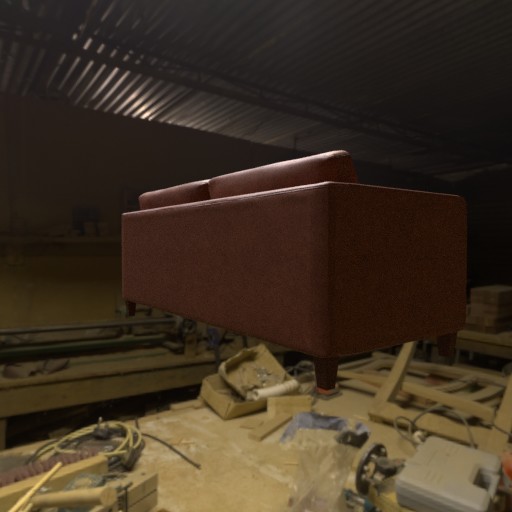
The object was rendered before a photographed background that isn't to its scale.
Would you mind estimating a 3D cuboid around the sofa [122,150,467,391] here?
[{"bbox_3d":[0.000,0.000,2.720,0.950,0.932,2.204,-1,2,-36],"label":"sofa"}]
